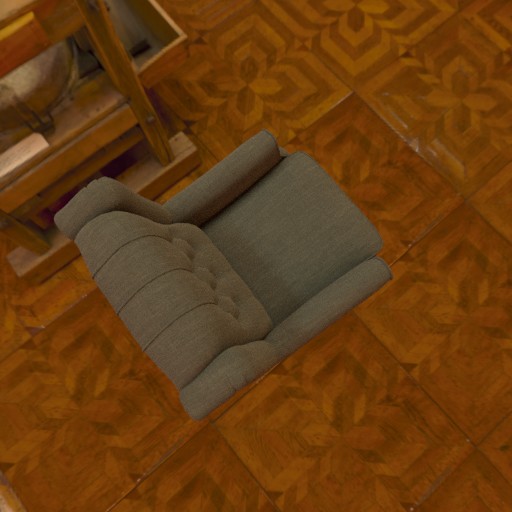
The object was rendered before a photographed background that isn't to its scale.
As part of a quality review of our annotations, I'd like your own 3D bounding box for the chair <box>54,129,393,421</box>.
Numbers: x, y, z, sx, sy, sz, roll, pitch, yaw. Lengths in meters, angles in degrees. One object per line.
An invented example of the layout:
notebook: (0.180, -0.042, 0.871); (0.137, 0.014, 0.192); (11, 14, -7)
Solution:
chair: (0.000, 0.000, 1.624); (0.898, 1.035, 0.742); (-37, 78, -9)
